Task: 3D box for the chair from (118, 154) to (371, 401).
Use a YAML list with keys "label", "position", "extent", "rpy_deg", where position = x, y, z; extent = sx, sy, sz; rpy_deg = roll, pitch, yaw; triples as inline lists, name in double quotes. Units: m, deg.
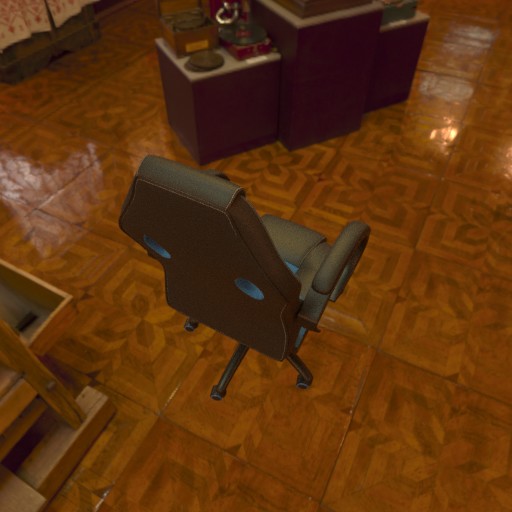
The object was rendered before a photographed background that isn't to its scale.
- label: "chair"
  position: [0.000, 0.000, 1.615]
  extent: [0.673, 1.187, 0.724]
  rpy_deg: [23, 52, 19]
